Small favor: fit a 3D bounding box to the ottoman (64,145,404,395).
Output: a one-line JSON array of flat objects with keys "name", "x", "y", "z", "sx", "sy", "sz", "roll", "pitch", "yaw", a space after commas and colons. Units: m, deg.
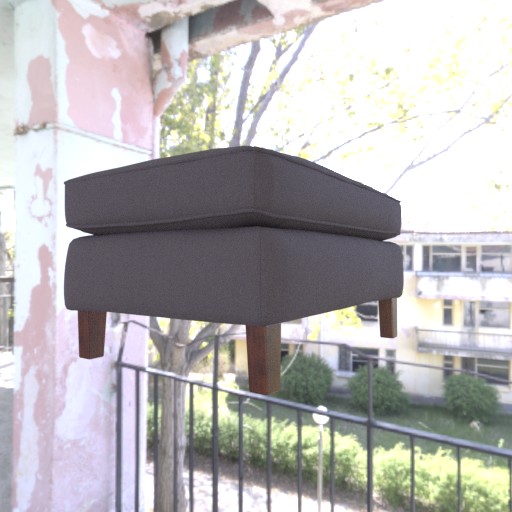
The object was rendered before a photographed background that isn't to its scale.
[{"name": "ottoman", "x": 0.000, "y": 0.000, "z": 1.000, "sx": 0.508, "sy": 0.406, "sz": 0.686, "roll": -1, "pitch": -1, "yaw": 35}]
